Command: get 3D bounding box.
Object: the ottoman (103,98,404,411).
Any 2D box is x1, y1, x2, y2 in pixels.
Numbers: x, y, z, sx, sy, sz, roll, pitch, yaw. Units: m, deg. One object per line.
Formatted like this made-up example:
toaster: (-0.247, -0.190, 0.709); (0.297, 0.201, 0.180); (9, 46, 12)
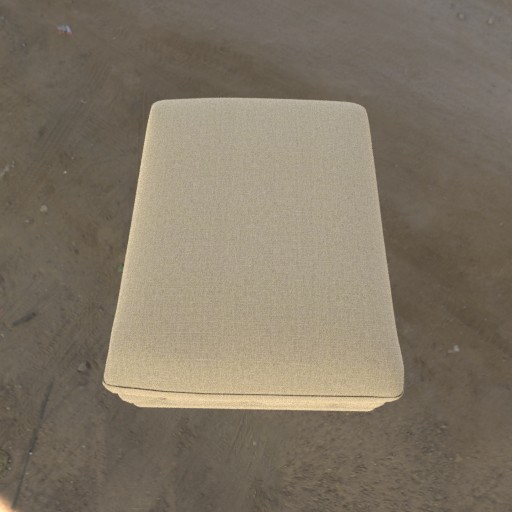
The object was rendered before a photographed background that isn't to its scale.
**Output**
ottoman: (0.000, 0.000, 1.036); (0.541, 0.463, 0.684); (1, 63, 1)
